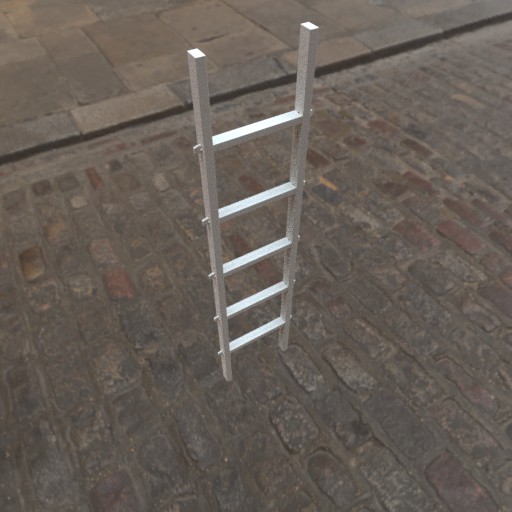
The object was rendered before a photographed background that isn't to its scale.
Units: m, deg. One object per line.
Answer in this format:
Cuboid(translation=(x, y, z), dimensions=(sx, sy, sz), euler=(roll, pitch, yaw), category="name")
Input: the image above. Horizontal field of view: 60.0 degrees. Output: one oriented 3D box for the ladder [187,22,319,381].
Cuboid(translation=(0.000, 0.000, 1.905), dimensions=(0.452, 1.797, 0.051), euler=(-24, 52, -21), category="ladder")
